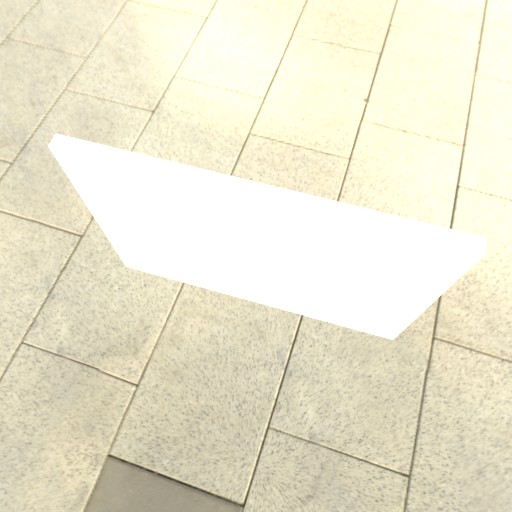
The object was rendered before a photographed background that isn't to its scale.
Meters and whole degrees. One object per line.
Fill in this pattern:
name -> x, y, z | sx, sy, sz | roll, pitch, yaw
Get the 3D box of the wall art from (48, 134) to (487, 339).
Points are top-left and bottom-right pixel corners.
wall art -> 0.000, 0.000, 1.694 | 1.308, 0.902, 0.051 | 15, 65, 7
